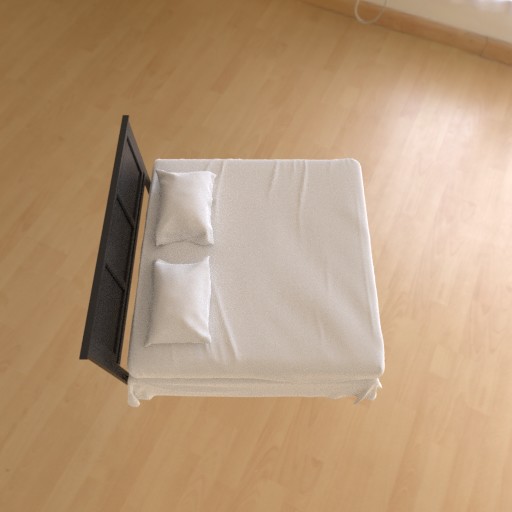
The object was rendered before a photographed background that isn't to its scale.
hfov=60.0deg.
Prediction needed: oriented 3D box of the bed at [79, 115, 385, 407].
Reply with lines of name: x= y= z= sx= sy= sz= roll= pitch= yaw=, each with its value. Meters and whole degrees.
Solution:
bed: x=0.000 y=0.000 z=3.779 sx=2.219 sy=1.271 sz=2.315 roll=0 pitch=64 yaw=0
